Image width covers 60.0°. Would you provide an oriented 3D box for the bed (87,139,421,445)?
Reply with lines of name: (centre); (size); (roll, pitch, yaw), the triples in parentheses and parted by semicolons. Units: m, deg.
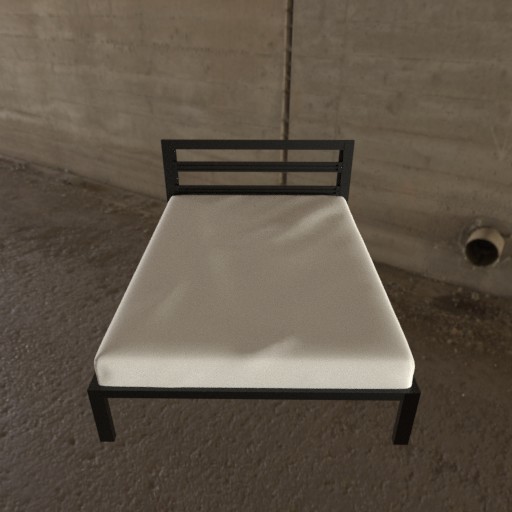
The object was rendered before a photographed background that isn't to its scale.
bed: (0.000, 0.000, 2.856); (1.524, 0.967, 2.062); (0, 29, 1)
